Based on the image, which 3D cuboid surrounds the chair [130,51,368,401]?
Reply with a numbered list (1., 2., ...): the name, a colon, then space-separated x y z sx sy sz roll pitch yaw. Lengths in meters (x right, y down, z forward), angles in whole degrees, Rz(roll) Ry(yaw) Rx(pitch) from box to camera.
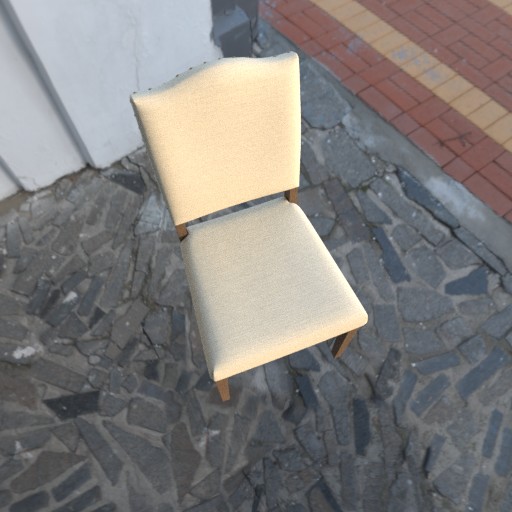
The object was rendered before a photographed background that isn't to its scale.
1. chair: 0.000 0.000 1.399 0.508 1.015 0.619 -19 65 -9
